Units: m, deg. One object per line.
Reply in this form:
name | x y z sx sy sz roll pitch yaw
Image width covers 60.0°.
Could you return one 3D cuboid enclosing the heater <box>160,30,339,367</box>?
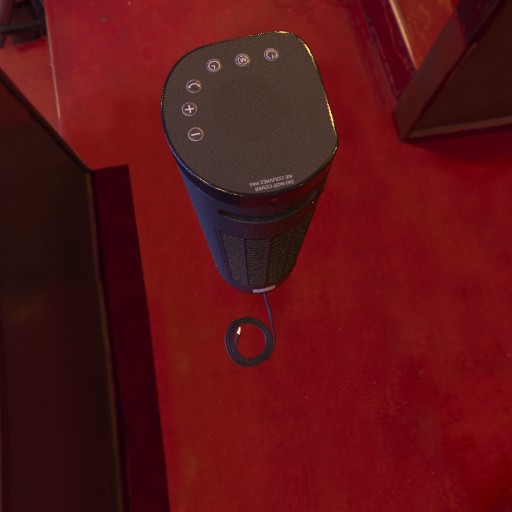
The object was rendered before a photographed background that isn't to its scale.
heater | 0.000 0.000 0.670 0.174 0.552 0.312 -12 76 -3
